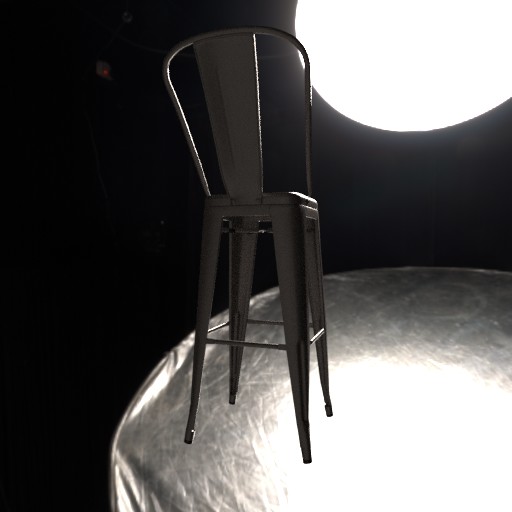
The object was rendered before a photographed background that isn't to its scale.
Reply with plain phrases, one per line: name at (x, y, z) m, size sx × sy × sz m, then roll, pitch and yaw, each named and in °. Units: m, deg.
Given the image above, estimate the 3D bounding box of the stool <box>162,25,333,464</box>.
stool at (0.000, 0.000, 1.307) m, size 0.399 × 1.096 × 0.513 m, roll 1°, pitch 2°, yaw 19°
